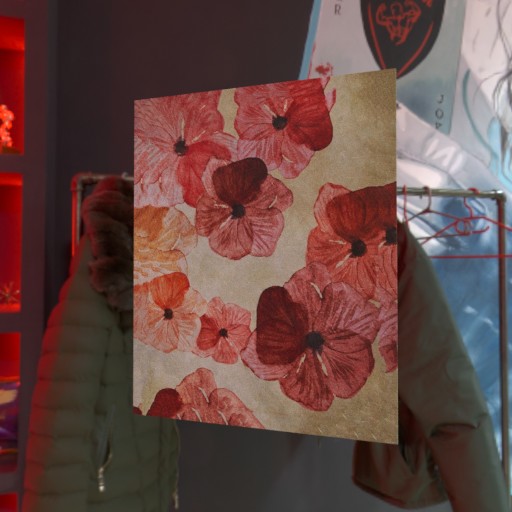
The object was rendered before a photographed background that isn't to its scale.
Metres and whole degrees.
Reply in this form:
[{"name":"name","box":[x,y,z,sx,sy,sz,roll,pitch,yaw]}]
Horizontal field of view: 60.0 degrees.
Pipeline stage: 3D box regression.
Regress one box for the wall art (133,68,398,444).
[{"name":"wall art","box":[0.000,0.000,0.671,0.406,0.508,0.028,0,-1,17]}]
